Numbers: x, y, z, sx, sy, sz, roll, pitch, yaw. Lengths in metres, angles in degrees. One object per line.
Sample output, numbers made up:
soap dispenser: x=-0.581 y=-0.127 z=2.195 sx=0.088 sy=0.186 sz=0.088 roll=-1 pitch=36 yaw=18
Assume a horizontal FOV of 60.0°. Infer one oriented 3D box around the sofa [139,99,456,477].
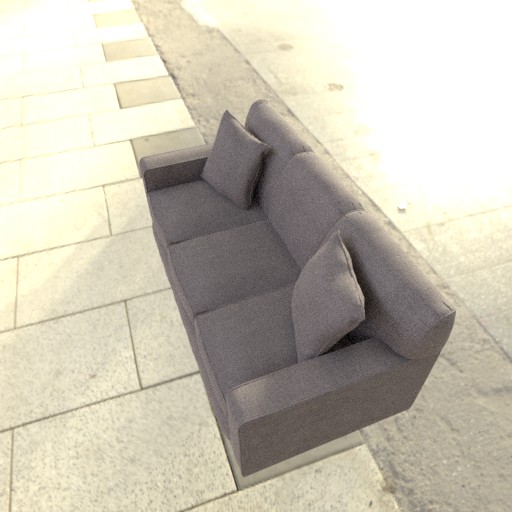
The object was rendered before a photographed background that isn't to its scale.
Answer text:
sofa: x=0.000 y=0.000 z=2.580 sx=0.997 sy=0.958 sz=2.024 roll=-16 pitch=47 yaw=-15
